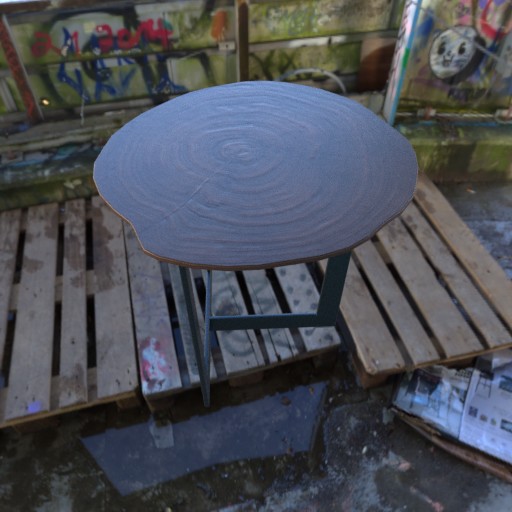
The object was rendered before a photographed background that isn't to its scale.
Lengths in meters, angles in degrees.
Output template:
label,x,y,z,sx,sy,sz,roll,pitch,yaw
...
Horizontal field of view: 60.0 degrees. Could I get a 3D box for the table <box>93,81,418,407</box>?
label,x,y,z,sx,sy,sz,roll,pitch,yaw
table,0.000,0.000,0.864,0.494,0.476,0.477,-10,47,-9
